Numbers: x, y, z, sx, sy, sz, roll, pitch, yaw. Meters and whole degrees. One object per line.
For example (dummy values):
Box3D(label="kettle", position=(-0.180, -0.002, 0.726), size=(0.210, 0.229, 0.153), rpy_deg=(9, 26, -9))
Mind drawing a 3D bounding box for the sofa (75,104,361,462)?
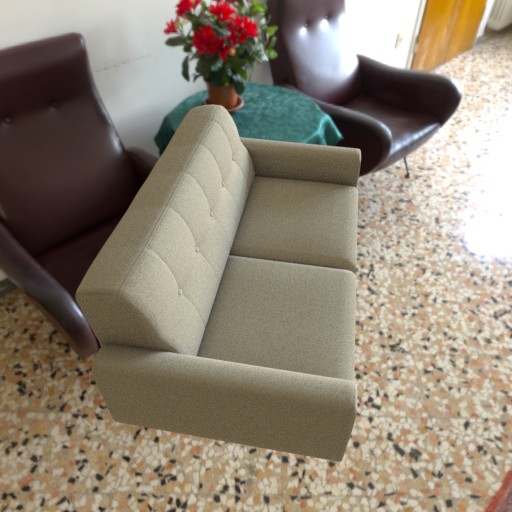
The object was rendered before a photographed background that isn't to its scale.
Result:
Box3D(label="sofa", position=(0.000, 0.000, 2.165), size=(0.980, 0.892, 1.655), rpy_deg=(7, 44, 7))
